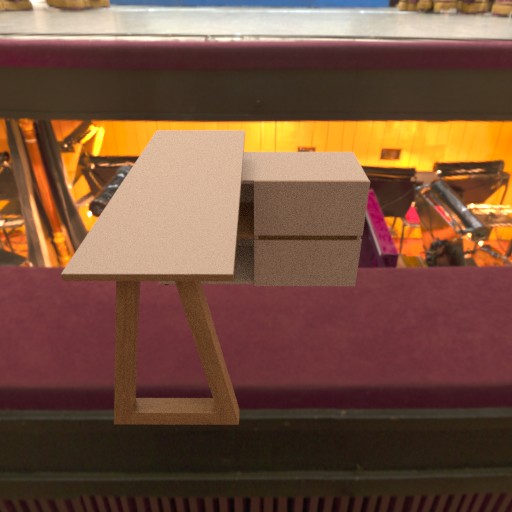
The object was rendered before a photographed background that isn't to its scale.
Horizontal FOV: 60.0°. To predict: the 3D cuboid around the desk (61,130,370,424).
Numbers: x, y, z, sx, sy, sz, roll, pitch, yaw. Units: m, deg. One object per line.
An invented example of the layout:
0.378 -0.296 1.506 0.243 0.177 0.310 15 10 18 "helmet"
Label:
0.000 0.000 2.045 1.098 0.755 1.404 0 32 0 "desk"
